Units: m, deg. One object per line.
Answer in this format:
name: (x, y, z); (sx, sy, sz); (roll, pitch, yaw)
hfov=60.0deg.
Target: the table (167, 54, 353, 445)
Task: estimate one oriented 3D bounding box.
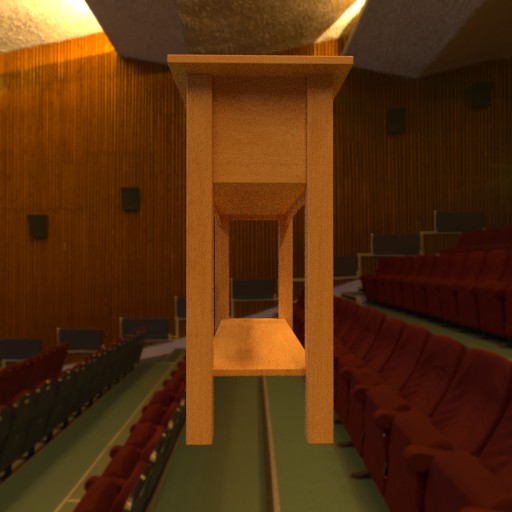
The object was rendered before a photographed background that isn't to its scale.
table: (0.000, 0.000, 1.255); (0.340, 0.728, 0.900); (0, -1, -1)
